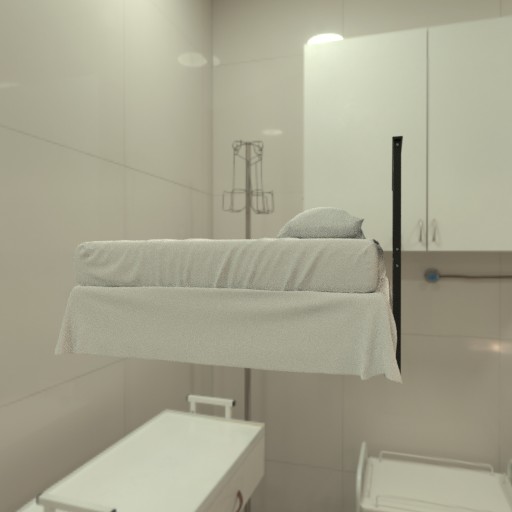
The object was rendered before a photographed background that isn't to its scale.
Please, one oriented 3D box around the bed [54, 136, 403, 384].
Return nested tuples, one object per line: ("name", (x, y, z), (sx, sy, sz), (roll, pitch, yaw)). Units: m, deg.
("bed", (0.000, 0.000, 3.569), (2.219, 1.271, 2.315), (0, 0, 17))
